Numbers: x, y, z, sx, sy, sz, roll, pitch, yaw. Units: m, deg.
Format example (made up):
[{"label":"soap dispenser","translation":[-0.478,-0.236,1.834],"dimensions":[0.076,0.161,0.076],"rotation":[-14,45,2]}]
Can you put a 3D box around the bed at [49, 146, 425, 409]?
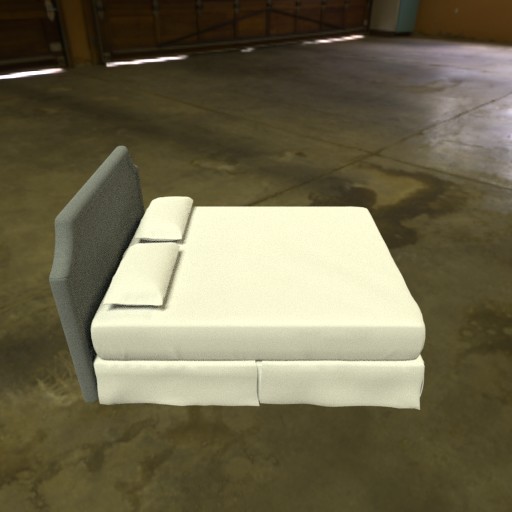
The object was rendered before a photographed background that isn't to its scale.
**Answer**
[{"label":"bed","translation":[0.000,0.000,3.366],"dimensions":[2.259,1.296,1.811],"rotation":[0,31,0]}]
